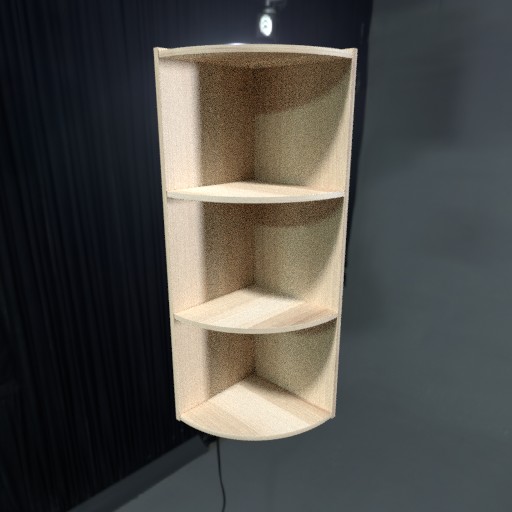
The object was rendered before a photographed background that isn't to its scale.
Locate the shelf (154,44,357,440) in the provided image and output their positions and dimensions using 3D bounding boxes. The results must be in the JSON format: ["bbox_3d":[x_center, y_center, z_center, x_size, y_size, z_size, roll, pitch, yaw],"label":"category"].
[{"bbox_3d":[0.000,0.000,1.018,0.290,0.872,0.290,16,23,41],"label":"shelf"}]
